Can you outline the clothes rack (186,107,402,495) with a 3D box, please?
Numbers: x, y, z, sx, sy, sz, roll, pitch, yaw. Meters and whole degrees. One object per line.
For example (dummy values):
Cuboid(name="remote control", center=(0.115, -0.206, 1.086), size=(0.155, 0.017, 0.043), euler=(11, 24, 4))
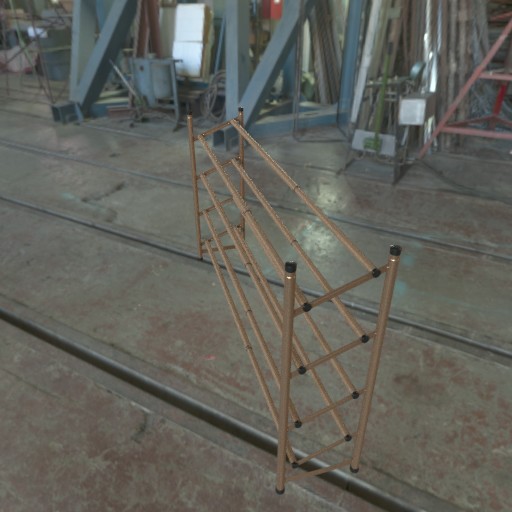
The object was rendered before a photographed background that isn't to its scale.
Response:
Cuboid(name="clothes rack", center=(0.000, 0.000, 1.431), size=(0.229, 0.672, 1.168), euler=(-8, 32, -14))
